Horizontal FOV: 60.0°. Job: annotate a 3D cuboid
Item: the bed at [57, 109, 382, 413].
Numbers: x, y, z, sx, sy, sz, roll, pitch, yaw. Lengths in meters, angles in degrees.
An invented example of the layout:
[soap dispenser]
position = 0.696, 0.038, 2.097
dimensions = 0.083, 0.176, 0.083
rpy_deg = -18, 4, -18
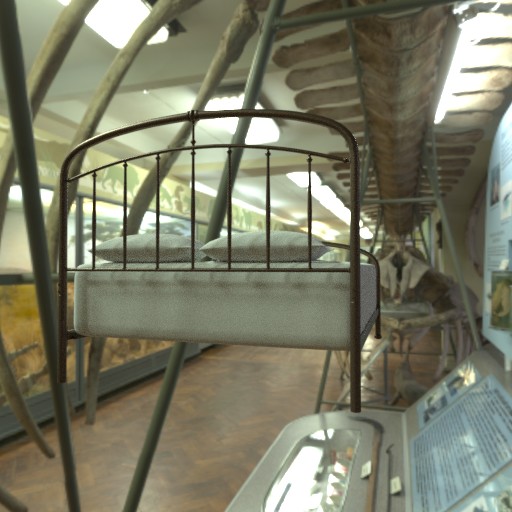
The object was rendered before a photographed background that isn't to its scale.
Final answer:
[bed]
position = 0.000, 0.000, 3.295
dimensions = 1.711, 1.475, 2.168
rpy_deg = 0, -1, 18
